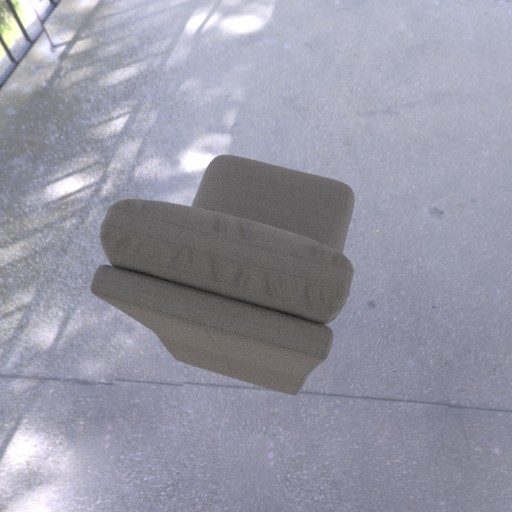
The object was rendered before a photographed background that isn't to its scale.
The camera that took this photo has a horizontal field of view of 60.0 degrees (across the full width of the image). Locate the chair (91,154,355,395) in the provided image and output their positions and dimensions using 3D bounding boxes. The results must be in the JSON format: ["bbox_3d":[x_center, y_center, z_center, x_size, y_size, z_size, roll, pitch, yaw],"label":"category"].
[{"bbox_3d":[0.000,0.000,1.316,0.503,0.927,0.698,15,65,7],"label":"chair"}]
